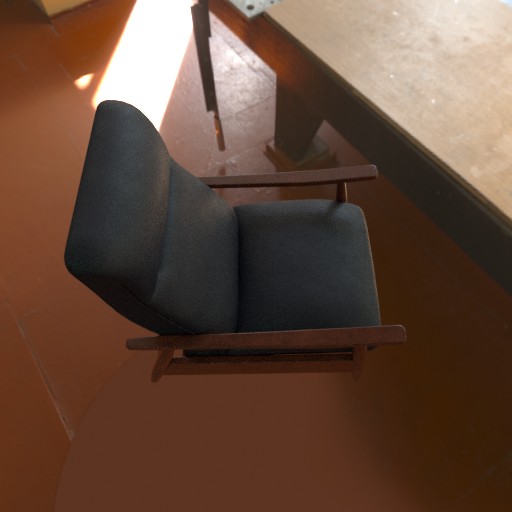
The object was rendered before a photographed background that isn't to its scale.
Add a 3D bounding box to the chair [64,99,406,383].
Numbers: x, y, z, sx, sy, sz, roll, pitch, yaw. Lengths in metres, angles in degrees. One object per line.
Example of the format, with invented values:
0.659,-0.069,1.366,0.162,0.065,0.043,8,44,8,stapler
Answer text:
0.000,0.000,1.743,1.014,1.082,0.762,0,62,0,chair
